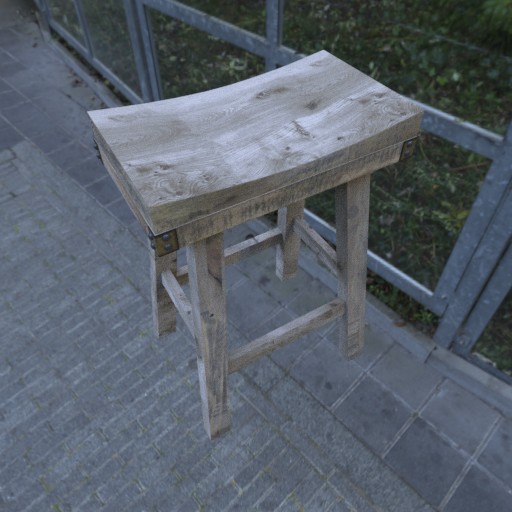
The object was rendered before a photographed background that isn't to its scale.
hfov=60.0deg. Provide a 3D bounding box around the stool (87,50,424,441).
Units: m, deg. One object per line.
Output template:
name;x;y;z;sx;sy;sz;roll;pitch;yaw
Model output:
stool;0.000;0.000;0.894;0.450;0.635;0.330;-23;51;-20
